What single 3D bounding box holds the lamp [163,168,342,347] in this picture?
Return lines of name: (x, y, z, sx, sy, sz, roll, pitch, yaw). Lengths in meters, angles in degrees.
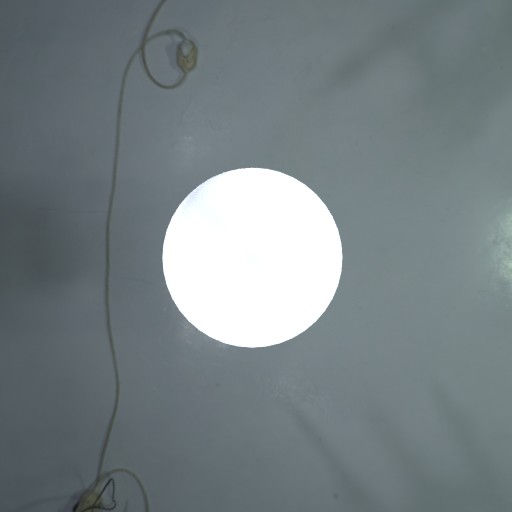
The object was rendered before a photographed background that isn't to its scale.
lamp: (0.000, 0.000, 0.548, 0.153, 0.480, 0.153, 0, 90, 1)
